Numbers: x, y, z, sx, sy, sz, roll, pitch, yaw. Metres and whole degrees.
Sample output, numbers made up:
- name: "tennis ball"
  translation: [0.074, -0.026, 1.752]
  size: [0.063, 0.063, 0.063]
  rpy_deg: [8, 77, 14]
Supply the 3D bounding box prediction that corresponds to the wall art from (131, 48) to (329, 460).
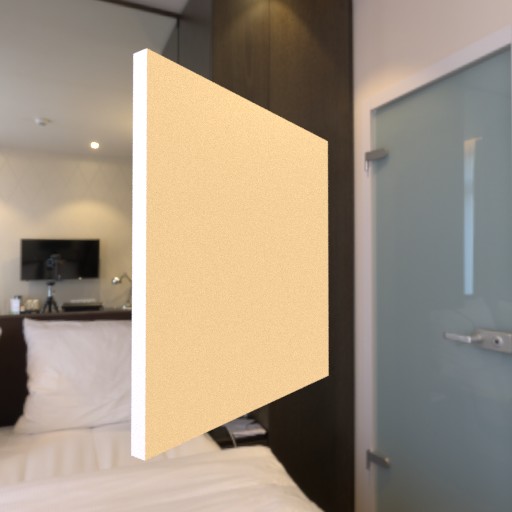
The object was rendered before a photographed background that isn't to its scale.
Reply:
- name: "wall art"
  translation: [0.000, 0.000, 0.837]
  size: [0.028, 0.559, 0.559]
  rpy_deg: [-1, -1, 35]
